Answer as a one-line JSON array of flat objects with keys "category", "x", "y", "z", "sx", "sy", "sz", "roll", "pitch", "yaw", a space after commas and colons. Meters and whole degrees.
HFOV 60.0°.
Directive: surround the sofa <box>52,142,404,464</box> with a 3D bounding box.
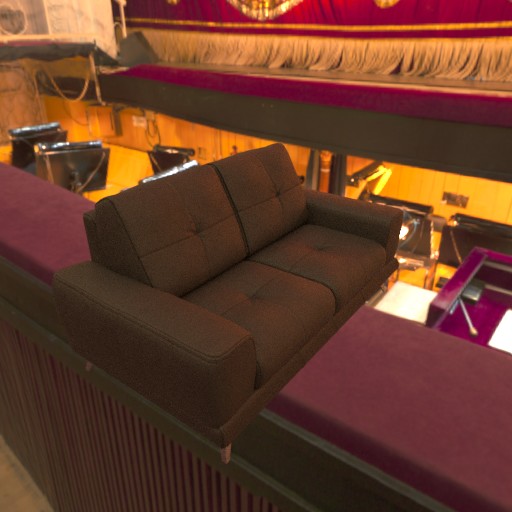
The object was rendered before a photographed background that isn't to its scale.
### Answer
[{"category": "sofa", "x": 0.000, "y": 0.000, "z": 2.378, "sx": 1.018, "sy": 0.907, "sz": 1.806, "roll": 18, "pitch": 32, "yaw": 32}]
